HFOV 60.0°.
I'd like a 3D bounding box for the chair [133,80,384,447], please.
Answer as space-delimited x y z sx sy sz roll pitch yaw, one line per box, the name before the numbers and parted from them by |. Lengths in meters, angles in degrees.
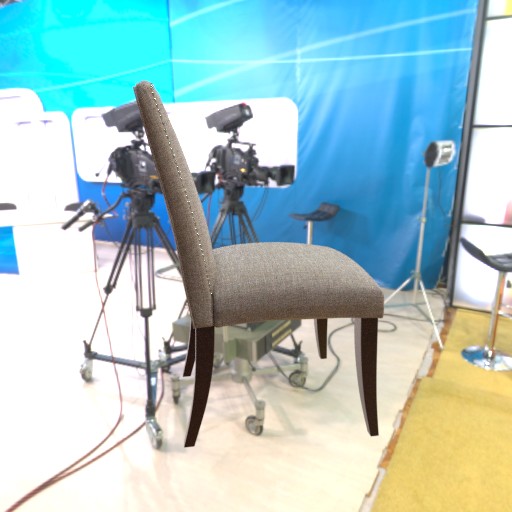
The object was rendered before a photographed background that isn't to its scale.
chair | 0.000 0.000 1.389 0.660 1.016 0.513 -3 15 -9
